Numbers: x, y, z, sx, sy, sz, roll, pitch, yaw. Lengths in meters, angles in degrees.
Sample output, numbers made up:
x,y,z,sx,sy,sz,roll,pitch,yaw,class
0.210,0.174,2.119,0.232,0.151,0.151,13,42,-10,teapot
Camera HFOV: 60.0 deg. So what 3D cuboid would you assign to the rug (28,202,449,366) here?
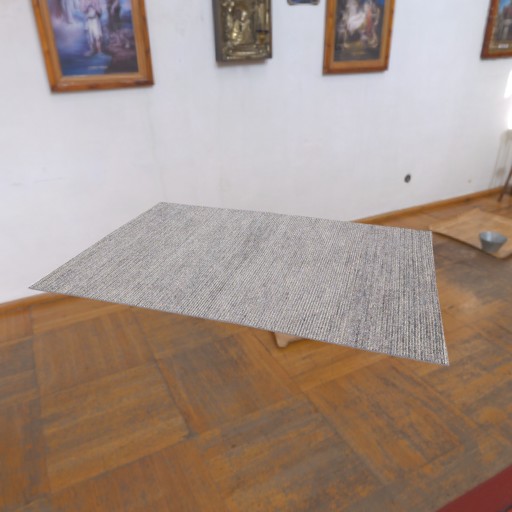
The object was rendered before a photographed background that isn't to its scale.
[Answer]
x,y,z,sx,sy,sz,roll,pitch,yaw,class
0.000,0.000,2.966,2.307,0.030,1.604,8,27,16,rug
